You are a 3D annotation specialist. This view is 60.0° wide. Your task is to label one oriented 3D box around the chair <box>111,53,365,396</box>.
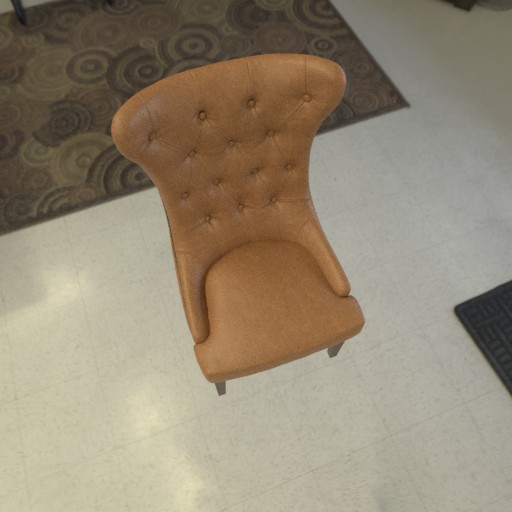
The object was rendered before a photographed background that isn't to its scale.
[{"bbox_3d":[0.000,0.000,1.468,0.611,1.065,0.669,-17,64,-8],"label":"chair"}]
